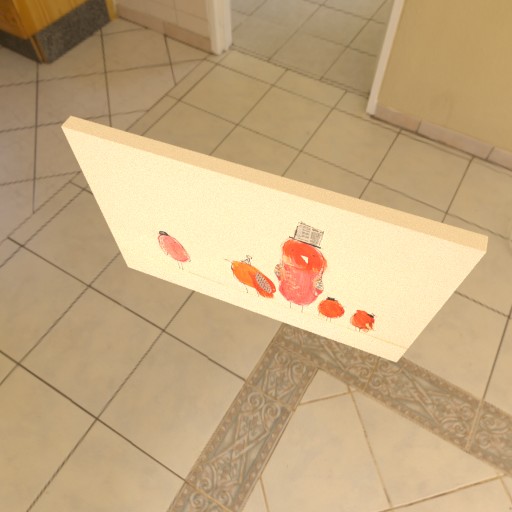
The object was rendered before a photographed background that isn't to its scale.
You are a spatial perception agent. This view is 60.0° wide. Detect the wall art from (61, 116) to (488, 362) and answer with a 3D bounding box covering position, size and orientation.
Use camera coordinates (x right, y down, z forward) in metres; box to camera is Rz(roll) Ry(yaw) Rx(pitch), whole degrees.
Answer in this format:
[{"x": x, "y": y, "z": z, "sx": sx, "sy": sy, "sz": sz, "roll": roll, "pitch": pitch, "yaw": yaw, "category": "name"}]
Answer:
[{"x": 0.000, "y": 0.000, "z": 1.162, "sx": 0.914, "sy": 0.609, "sz": 0.038, "roll": 18, "pitch": 60, "yaw": 11, "category": "wall art"}]
